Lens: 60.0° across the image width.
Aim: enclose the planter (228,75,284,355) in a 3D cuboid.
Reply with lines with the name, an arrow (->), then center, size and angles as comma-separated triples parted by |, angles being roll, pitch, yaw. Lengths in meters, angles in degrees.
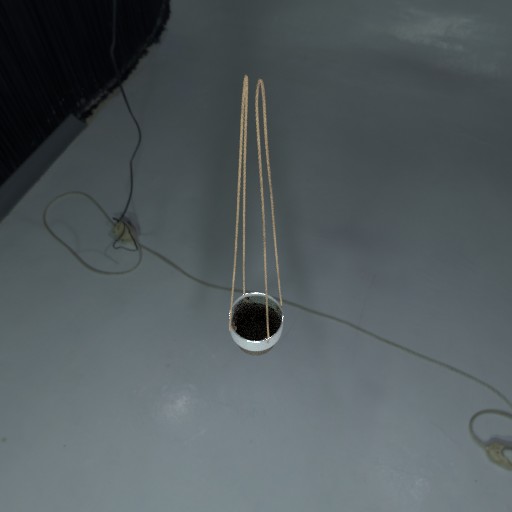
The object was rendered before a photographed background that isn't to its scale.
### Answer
planter -> 0.000, 0.000, 1.183 | 0.187, 1.073, 0.187 | 17, 58, 11
